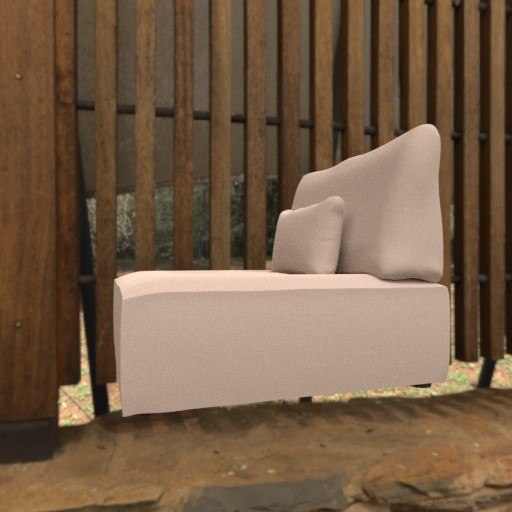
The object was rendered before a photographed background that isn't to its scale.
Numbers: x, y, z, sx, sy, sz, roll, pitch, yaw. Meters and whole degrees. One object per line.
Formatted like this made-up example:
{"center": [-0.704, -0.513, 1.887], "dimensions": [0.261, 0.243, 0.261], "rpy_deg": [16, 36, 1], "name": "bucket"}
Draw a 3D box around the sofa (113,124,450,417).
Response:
{"center": [0.000, 0.000, 1.661], "dimensions": [1.000, 0.828, 0.935], "rpy_deg": [0, -1, -19], "name": "sofa"}
